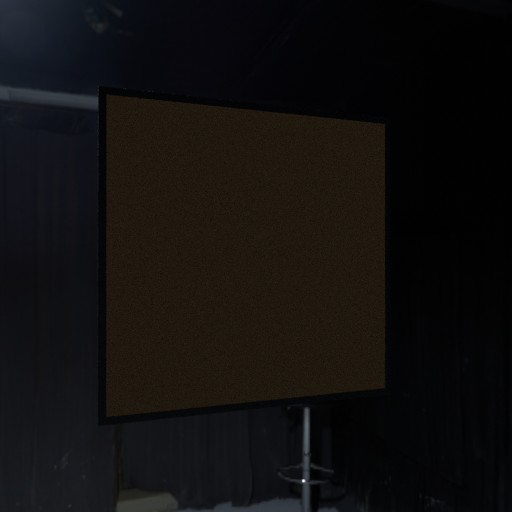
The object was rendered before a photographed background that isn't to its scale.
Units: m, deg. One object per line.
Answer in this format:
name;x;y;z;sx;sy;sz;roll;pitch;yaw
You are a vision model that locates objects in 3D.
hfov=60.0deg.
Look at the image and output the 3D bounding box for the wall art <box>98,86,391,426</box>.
wall art;0.000;0.000;0.759;0.509;0.509;0.040;0;0;-18
